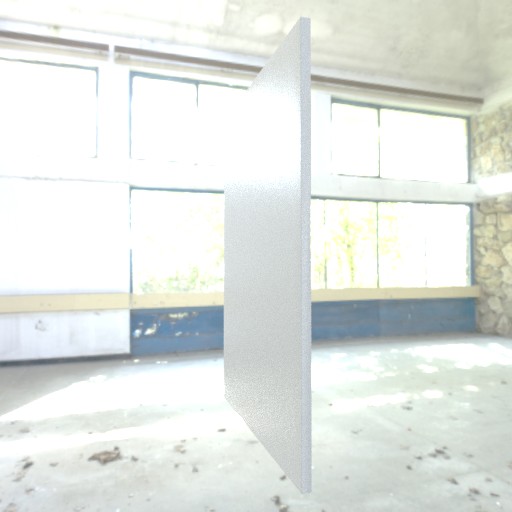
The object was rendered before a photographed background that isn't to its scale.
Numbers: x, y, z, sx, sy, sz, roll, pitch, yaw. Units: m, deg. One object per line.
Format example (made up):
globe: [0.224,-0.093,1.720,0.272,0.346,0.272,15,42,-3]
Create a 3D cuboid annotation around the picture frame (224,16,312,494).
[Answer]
picture frame: [0.000,0.000,0.677,0.012,0.534,0.381,0,-1,-17]
